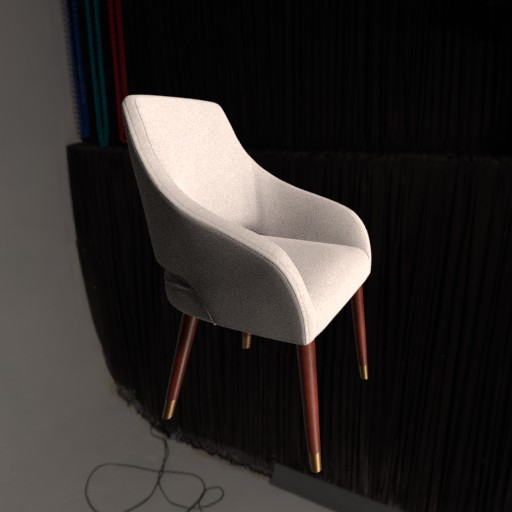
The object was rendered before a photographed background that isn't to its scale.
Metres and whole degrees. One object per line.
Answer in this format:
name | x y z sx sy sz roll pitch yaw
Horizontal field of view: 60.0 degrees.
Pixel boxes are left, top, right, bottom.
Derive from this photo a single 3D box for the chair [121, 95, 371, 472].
chair | 0.000 0.000 1.291 0.600 0.889 0.609 8 18 26
